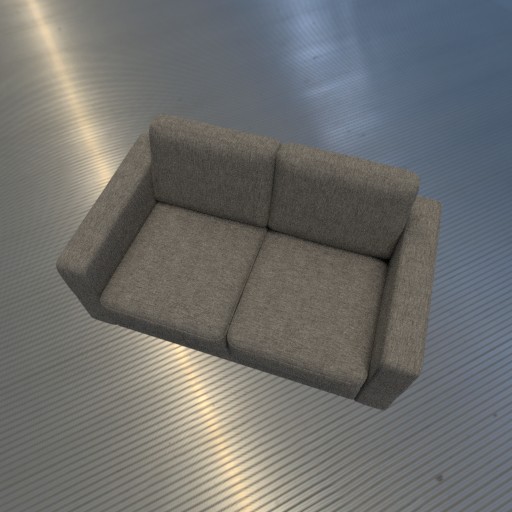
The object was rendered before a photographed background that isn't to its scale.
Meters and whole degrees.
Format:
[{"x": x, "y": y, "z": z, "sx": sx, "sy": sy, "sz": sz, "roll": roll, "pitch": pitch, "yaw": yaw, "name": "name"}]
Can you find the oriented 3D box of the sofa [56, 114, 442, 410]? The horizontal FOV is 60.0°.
[{"x": 0.000, "y": 0.000, "z": 2.043, "sx": 1.520, "sy": 0.800, "sz": 0.900, "roll": 15, "pitch": 59, "yaw": 10, "name": "sofa"}]
